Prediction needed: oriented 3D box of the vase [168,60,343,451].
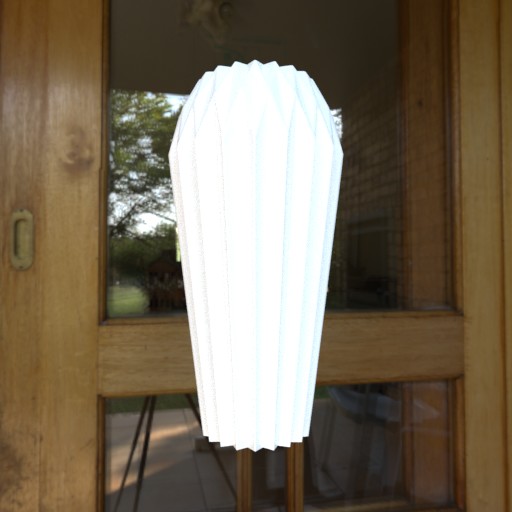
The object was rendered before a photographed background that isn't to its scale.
[{"bbox_3d":[0.000,0.000,0.339,0.133,0.263,0.133,0,-2,0],"label":"vase"}]
